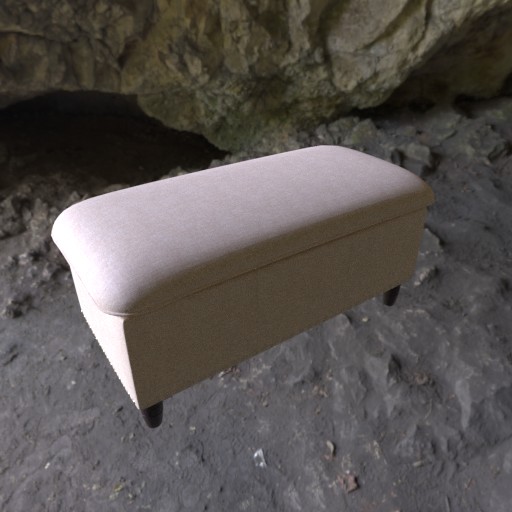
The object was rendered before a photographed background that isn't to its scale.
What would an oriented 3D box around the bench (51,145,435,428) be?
[{"bbox_3d":[0.000,0.000,1.284,0.991,0.483,0.483,-20,36,-29],"label":"bench"}]
